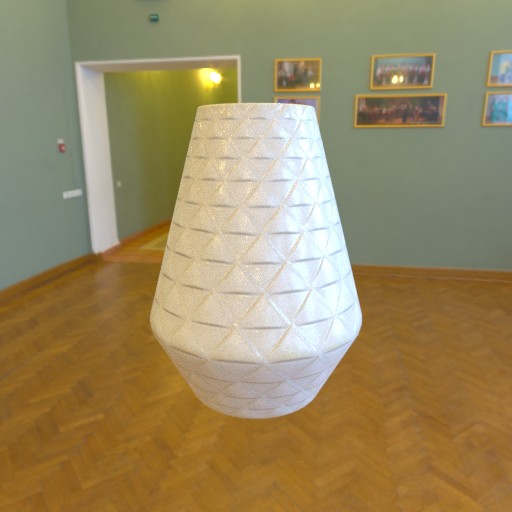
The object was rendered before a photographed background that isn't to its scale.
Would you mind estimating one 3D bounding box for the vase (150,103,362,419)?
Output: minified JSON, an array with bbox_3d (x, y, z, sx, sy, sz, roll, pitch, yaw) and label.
[{"bbox_3d":[0.000,0.000,0.363,0.175,0.230,0.175,0,14,0],"label":"vase"}]
